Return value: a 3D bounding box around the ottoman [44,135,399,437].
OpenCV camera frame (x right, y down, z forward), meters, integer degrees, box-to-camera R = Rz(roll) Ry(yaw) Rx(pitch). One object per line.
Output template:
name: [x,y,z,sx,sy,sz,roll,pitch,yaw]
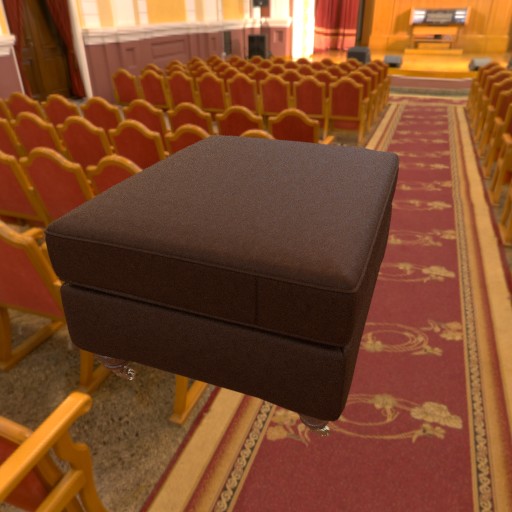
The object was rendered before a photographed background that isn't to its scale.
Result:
ottoman: [0.000,0.000,1.817,0.967,0.730,1.187,11,31,18]
